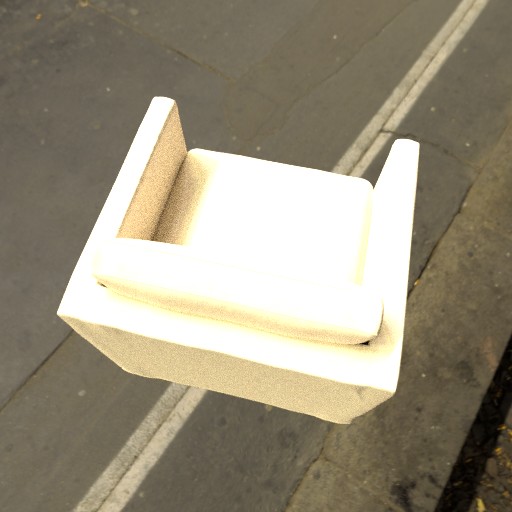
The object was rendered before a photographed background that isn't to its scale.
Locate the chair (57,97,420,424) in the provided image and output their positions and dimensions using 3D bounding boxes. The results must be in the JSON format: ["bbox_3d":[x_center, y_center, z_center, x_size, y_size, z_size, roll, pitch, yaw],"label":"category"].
[{"bbox_3d":[0.000,0.000,1.714,1.057,0.851,0.947,12,64,6],"label":"chair"}]
